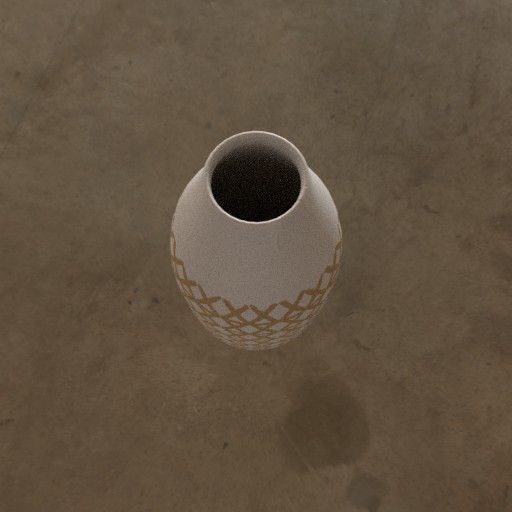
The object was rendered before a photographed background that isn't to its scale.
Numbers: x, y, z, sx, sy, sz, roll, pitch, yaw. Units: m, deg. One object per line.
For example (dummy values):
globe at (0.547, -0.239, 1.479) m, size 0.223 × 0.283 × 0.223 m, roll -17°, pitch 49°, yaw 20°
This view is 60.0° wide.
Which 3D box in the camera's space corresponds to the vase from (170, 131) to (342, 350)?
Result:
vase at (0.000, 0.000, 0.492) m, size 0.186 × 0.380 × 0.186 m, roll 0°, pitch 73°, yaw 0°
